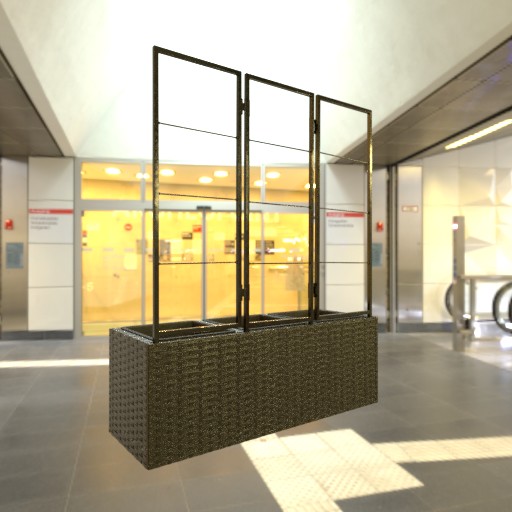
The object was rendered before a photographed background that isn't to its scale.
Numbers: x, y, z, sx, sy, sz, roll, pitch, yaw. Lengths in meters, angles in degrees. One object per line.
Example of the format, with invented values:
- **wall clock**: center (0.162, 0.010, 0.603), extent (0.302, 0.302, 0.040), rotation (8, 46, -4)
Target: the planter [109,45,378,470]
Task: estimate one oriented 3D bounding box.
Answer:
- **planter**: center (0.000, 0.000, 1.167), extent (0.698, 0.841, 0.244), rotation (0, 0, -36)
